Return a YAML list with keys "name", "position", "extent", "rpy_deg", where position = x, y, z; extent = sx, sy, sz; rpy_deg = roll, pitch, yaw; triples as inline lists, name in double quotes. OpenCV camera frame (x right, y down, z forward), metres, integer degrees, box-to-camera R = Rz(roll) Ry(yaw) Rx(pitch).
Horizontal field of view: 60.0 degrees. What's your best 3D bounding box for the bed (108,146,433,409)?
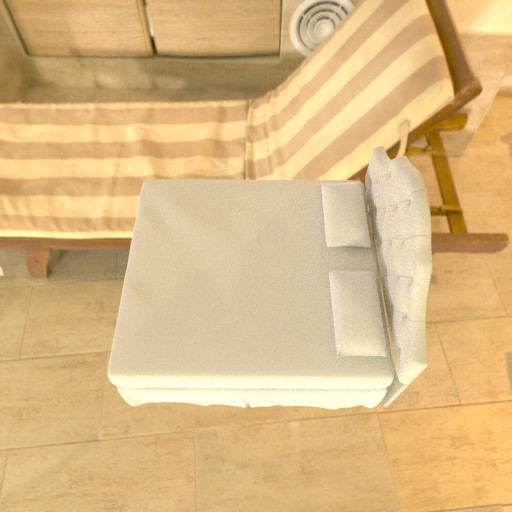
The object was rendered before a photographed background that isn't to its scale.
- name: "bed"
  position: [0.000, 0.000, 3.555]
  extent: [2.214, 1.615, 2.008]
  rpy_deg: [0, 58, 0]
